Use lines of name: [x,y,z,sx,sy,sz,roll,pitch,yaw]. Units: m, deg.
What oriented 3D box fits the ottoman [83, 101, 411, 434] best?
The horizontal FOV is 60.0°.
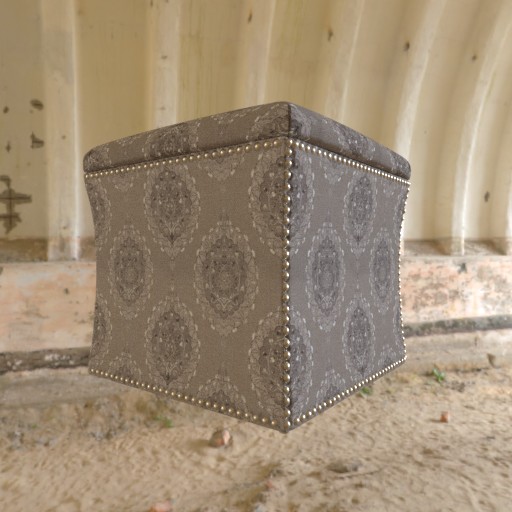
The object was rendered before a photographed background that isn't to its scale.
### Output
ottoman: [0.000,0.000,0.908,0.497,0.473,0.507,1,1,37]
